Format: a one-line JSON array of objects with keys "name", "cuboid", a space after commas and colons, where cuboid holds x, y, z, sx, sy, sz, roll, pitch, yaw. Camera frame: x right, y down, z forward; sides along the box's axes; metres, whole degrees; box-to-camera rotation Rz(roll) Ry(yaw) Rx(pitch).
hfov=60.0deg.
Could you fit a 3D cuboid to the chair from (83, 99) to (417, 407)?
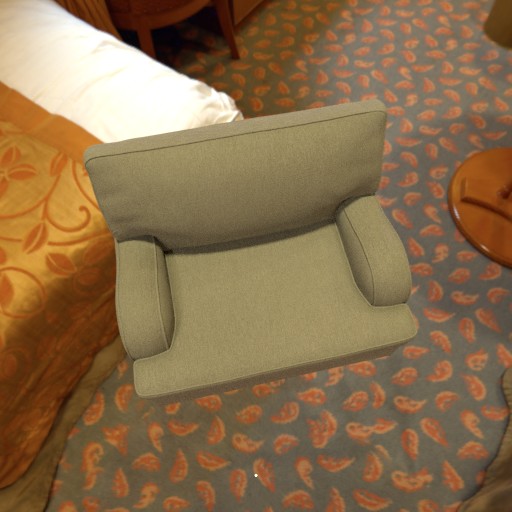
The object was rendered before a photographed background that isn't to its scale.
[{"name": "chair", "cuboid": [0.000, 0.000, 2.006, 1.220, 1.016, 1.041, -11, 64, -5]}]
